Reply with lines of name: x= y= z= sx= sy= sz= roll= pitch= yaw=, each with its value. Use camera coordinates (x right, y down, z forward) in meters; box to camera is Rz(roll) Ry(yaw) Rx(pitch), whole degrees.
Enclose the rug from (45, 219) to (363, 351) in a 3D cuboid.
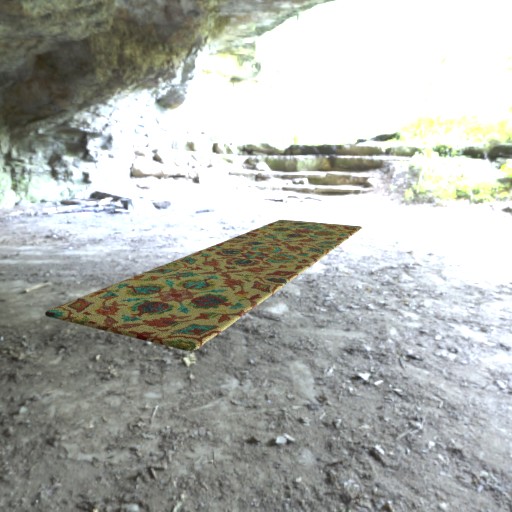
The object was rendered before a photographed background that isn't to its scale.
rug: x=0.000 y=0.000 z=2.515 sx=0.693 sy=0.016 sz=2.273 roll=7 pitch=16 yaw=25
